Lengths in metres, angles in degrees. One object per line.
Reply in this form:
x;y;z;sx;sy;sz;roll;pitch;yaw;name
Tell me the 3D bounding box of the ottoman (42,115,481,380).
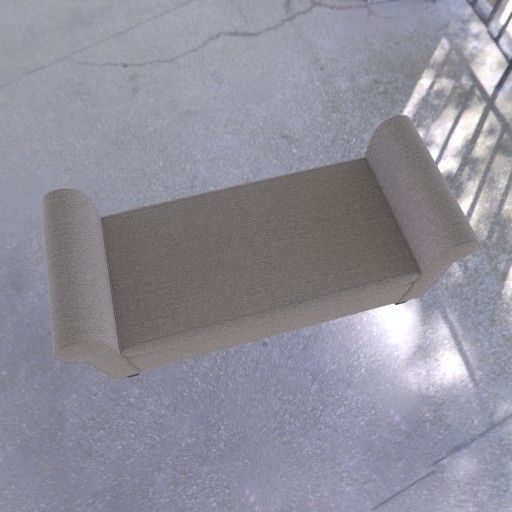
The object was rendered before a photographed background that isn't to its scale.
0.000;0.000;1.551;1.256;0.547;0.521;-14;65;-7;ottoman
